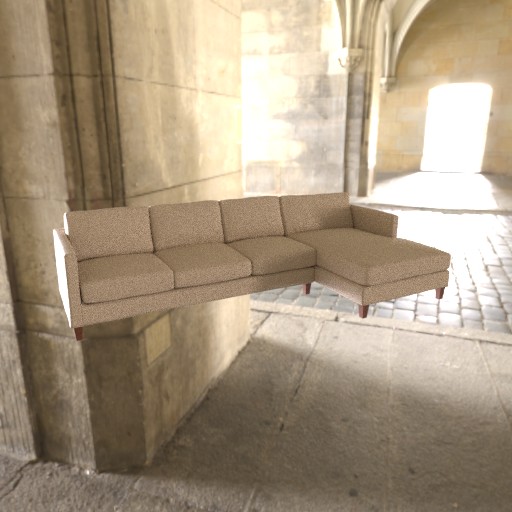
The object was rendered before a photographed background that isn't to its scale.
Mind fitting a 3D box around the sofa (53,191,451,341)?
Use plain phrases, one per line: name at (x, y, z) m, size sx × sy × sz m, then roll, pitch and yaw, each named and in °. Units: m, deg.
sofa at (0.000, 0.000, 3.962) m, size 3.186 × 0.861 × 1.625 m, roll -8°, pitch 18°, yaw -27°
